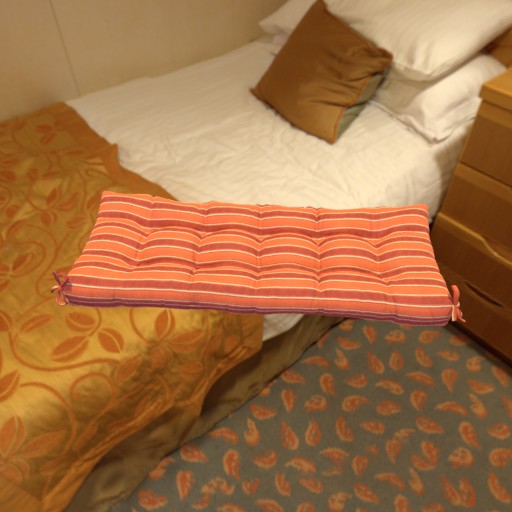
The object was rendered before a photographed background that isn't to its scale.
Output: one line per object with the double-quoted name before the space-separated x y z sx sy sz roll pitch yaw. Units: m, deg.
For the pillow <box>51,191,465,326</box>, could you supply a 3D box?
"pillow" 0.000 0.000 1.379 1.194 0.174 0.511 3 46 3
